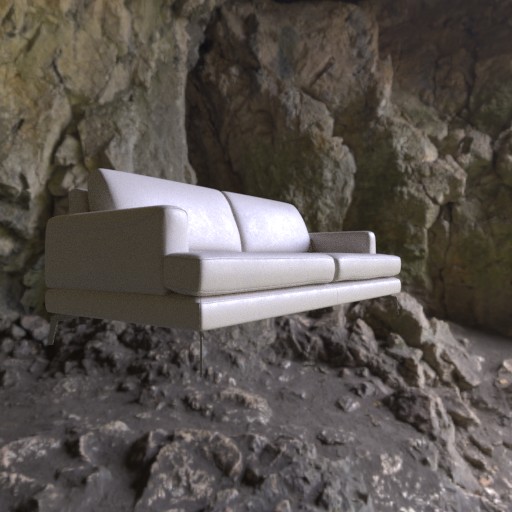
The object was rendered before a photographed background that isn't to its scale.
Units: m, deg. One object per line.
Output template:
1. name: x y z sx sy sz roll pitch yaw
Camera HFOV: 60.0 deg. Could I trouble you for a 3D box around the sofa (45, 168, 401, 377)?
1. sofa: 0.000 0.000 2.411 0.974 0.765 1.940 0 0 36
